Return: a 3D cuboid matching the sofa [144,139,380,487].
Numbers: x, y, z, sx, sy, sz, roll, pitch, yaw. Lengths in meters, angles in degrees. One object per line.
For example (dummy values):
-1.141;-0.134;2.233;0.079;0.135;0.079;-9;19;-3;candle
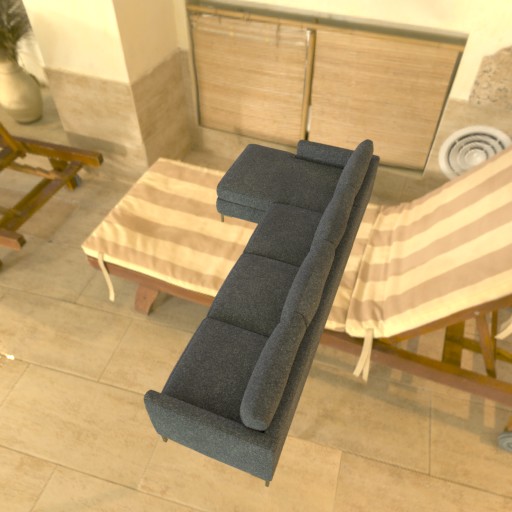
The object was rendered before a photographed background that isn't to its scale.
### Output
0.000;0.000;3.503;1.350;0.810;2.932;16;49;15;sofa
